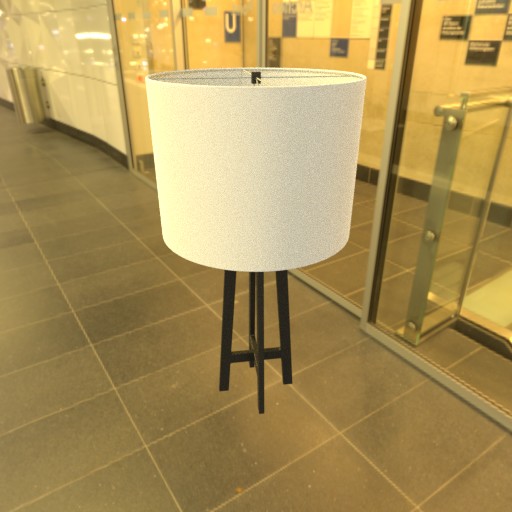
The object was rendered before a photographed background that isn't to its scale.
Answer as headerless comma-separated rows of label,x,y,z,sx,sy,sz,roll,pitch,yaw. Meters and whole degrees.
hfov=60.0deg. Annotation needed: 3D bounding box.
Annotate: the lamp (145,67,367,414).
lamp,0.000,0.000,0.636,0.257,0.489,0.257,18,32,32
